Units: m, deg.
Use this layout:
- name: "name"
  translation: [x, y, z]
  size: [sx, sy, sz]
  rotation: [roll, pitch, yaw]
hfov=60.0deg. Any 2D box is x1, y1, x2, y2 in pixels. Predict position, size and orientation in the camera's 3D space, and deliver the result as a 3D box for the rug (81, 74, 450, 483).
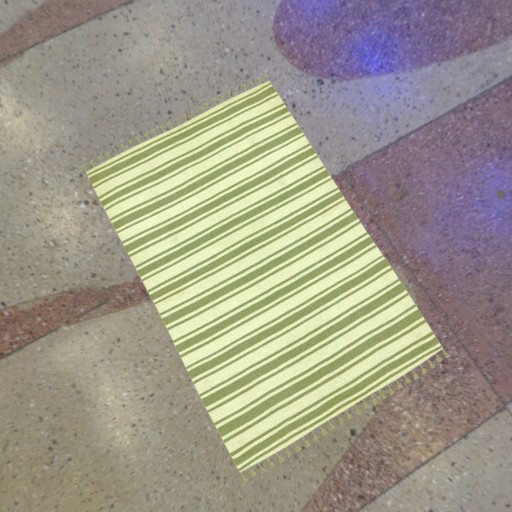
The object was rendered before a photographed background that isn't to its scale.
- name: "rug"
  translation: [0.000, 0.000, 3.037]
  size: [1.540, 0.018, 2.435]
  rotation: [-29, 78, -7]
